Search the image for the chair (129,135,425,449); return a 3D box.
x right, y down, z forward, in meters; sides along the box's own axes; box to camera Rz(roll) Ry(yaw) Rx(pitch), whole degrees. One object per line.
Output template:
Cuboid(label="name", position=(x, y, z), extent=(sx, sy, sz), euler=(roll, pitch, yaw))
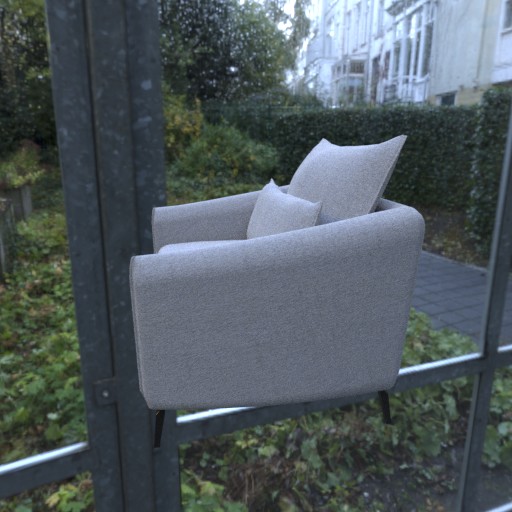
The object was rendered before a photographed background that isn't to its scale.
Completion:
Cuboid(label="chair", position=(0.000, 0.000, 1.633), extent=(0.801, 0.856, 1.029), euler=(-2, 15, -9))
